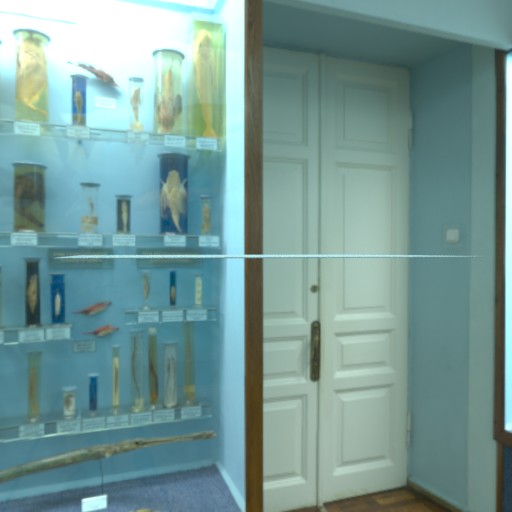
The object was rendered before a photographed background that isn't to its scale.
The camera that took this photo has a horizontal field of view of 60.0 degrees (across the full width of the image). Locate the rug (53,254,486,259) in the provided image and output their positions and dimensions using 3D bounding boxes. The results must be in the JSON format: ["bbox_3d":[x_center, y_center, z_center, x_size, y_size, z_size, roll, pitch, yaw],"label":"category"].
[{"bbox_3d":[0.000,0.000,3.749,2.895,0.006,1.982,0,1,-17],"label":"rug"}]
